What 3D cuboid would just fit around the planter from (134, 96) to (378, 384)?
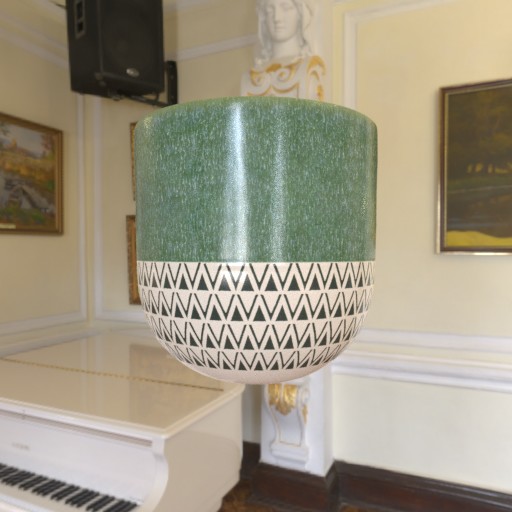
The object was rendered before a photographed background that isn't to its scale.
[{"bbox_3d":[0.000,0.000,0.503,0.266,0.270,0.266,0,0,0],"label":"planter"}]
